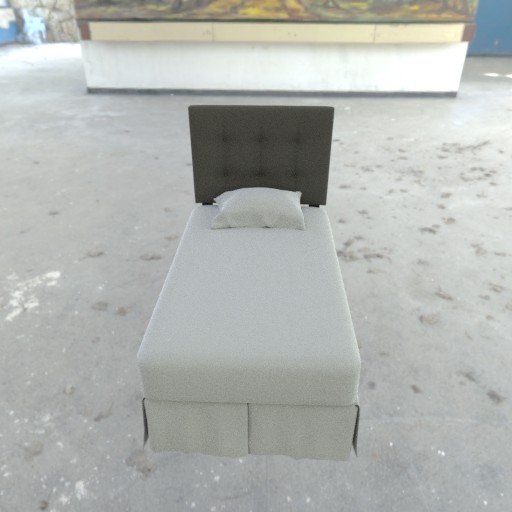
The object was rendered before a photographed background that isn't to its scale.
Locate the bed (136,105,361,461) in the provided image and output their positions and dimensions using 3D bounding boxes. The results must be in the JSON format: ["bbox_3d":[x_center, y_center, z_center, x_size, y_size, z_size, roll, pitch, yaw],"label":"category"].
[{"bbox_3d":[0.000,0.000,3.018,1.261,1.571,1.997,1,31,2],"label":"bed"}]
